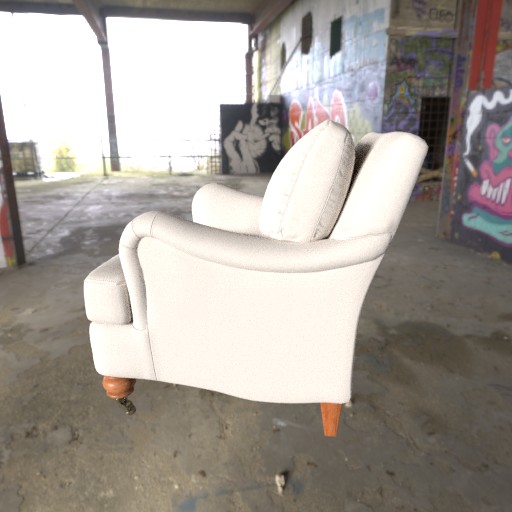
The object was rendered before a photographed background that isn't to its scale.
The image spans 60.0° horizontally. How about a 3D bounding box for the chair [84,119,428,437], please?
[{"bbox_3d":[0.000,0.000,1.797,1.070,1.038,0.955,2,16,8],"label":"chair"}]
